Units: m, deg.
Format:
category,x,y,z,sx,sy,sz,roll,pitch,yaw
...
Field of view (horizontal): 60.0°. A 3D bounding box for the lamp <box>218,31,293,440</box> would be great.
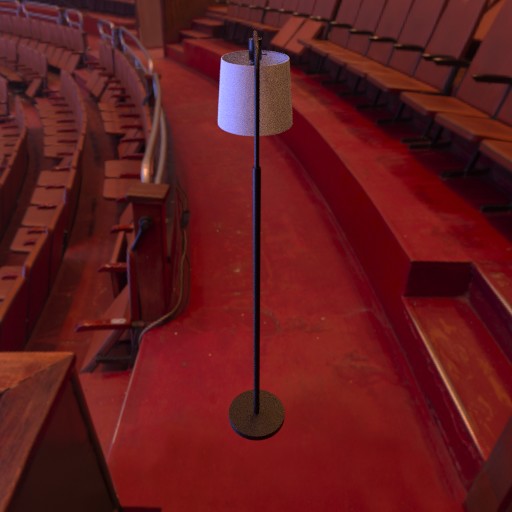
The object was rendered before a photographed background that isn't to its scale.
category,x,y,z,sx,sy,sz,roll,pitch,yaw
lamp,0.000,0.000,1.648,0.254,1.478,0.508,-1,32,-1
